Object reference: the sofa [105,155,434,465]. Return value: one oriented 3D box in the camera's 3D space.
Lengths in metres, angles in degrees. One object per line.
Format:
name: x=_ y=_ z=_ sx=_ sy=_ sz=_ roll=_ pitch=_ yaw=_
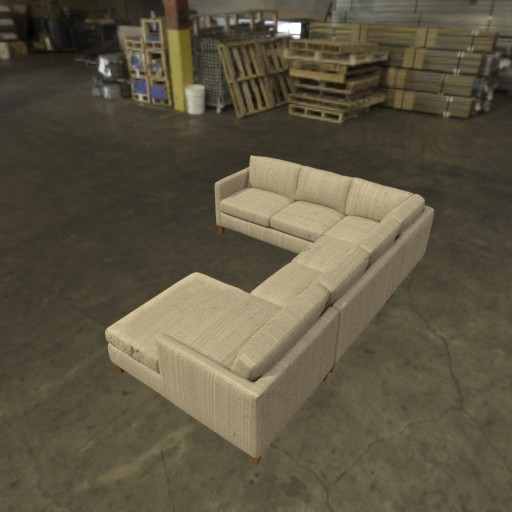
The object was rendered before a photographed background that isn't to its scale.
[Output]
sofa: x=0.000 y=0.000 z=4.663 sx=2.594 sy=0.961 sz=3.460 roll=21 pitch=37 yaw=31
